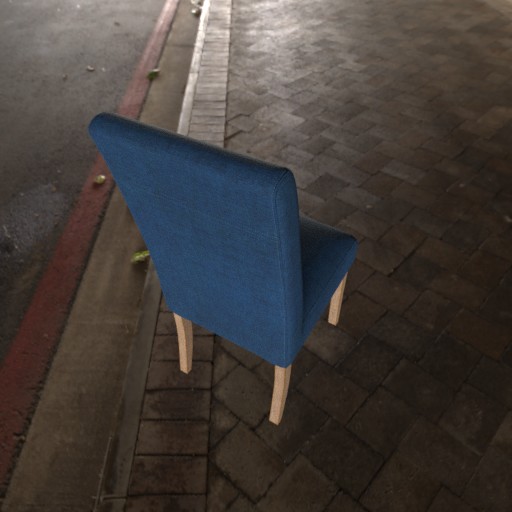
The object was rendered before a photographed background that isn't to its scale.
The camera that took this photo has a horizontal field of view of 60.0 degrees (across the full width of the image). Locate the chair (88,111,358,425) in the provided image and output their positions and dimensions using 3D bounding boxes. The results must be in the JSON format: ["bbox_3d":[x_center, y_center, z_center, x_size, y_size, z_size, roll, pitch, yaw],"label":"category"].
[{"bbox_3d":[0.000,0.000,1.327,0.450,1.029,0.610,23,48,22],"label":"chair"}]
